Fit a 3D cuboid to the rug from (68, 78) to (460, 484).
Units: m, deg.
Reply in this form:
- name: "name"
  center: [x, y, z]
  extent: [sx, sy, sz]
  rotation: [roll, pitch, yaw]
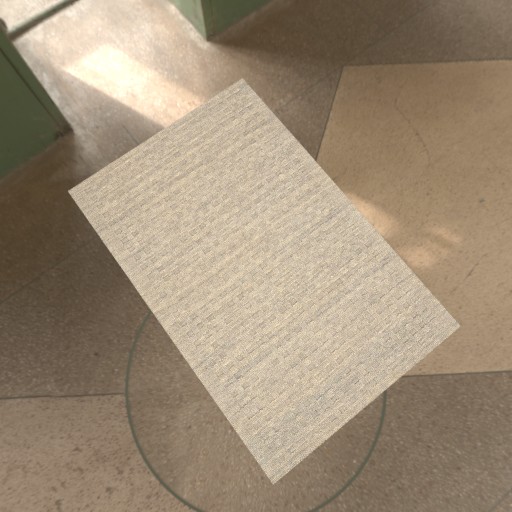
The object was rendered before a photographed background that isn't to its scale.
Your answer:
- name: "rug"
  center: [0.000, 0.000, 2.228]
  extent: [1.142, 0.006, 1.752]
  rotation: [-36, 77, -9]
